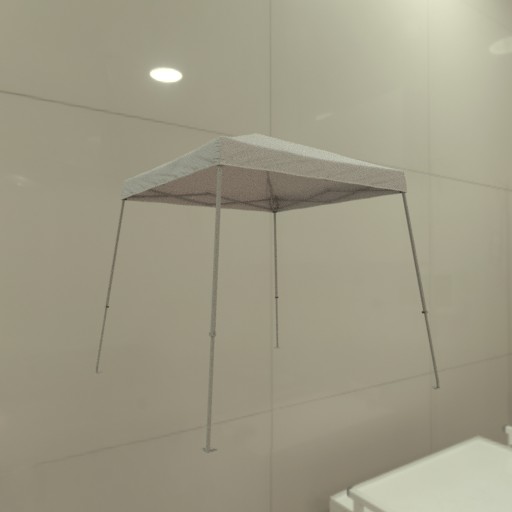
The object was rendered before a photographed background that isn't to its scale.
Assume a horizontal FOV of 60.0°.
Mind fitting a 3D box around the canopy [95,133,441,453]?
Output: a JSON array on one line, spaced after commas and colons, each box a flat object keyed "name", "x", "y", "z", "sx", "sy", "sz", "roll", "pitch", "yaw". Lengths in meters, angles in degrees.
[{"name": "canopy", "x": 0.000, "y": 0.000, "z": 5.127, "sx": 2.849, "sy": 2.849, "sz": 2.848, "roll": 1, "pitch": -1, "yaw": -35}]
